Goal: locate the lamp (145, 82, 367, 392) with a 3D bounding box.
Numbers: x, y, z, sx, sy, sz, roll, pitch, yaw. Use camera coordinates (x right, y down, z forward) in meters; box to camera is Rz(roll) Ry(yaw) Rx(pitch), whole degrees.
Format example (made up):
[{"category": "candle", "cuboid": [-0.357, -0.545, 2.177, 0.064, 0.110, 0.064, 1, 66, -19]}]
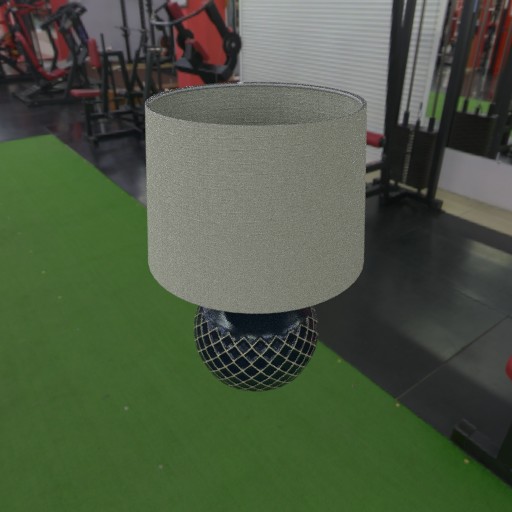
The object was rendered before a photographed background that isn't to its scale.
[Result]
[{"category": "lamp", "cuboid": [0.000, 0.000, 0.796, 0.376, 0.540, 0.376, 0, 30, 0]}]
